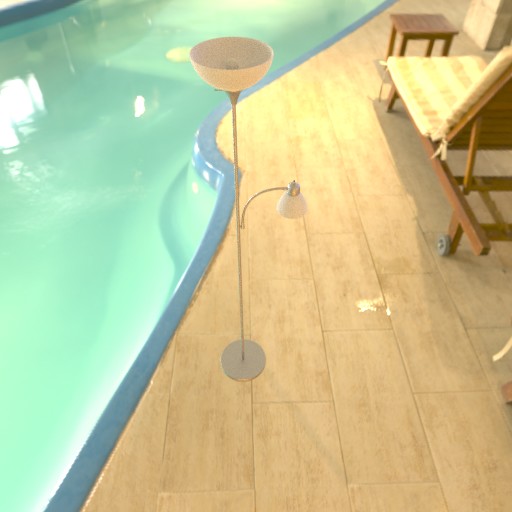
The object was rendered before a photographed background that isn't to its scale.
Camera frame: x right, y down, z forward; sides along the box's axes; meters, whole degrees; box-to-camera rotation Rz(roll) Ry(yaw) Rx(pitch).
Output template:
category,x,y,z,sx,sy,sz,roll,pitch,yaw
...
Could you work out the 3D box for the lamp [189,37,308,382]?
category,x,y,z,sx,sy,sz,roll,pitch,yaw
lamp,0.000,0.000,2.030,0.425,1.804,0.279,3,45,3
